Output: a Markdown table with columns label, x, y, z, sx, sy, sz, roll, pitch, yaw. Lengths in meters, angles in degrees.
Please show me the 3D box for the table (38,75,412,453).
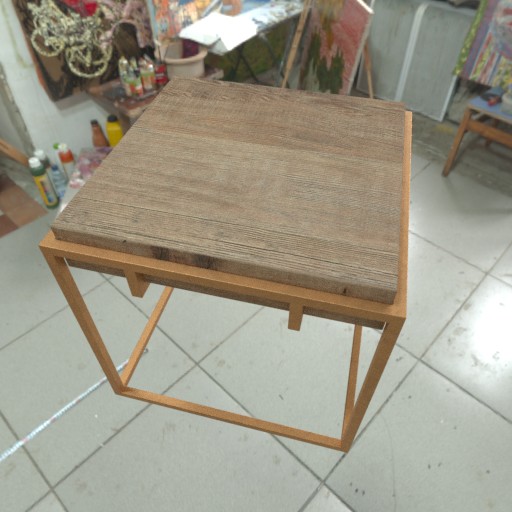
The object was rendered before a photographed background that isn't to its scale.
| label | x | y | z | sx | sy | sz | roll | pitch | yaw |
| --- | --- | --- | --- | --- | --- | --- | --- | --- | --- |
| table | 0.000 | 0.000 | 1.079 | 0.599 | 0.584 | 0.599 | 11 | 48 | 10 |
